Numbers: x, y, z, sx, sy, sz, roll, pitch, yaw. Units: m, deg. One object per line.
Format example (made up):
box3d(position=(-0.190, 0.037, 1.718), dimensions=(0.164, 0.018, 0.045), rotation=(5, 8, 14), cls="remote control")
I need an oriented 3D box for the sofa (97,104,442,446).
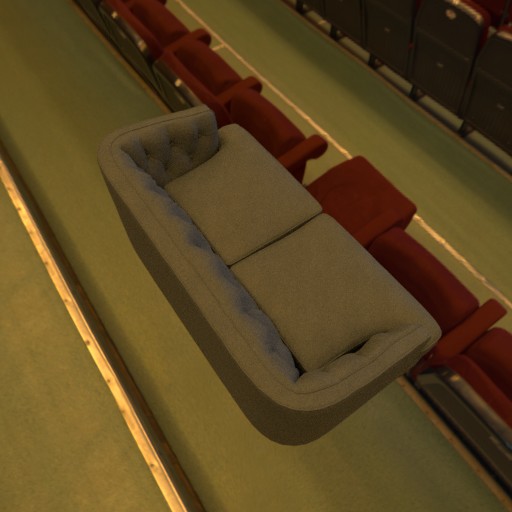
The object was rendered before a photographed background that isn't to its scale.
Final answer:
box3d(position=(0.000, 0.000, 2.280), dimensions=(0.941, 0.855, 1.733), rotation=(-31, 63, -18), cls="sofa")
